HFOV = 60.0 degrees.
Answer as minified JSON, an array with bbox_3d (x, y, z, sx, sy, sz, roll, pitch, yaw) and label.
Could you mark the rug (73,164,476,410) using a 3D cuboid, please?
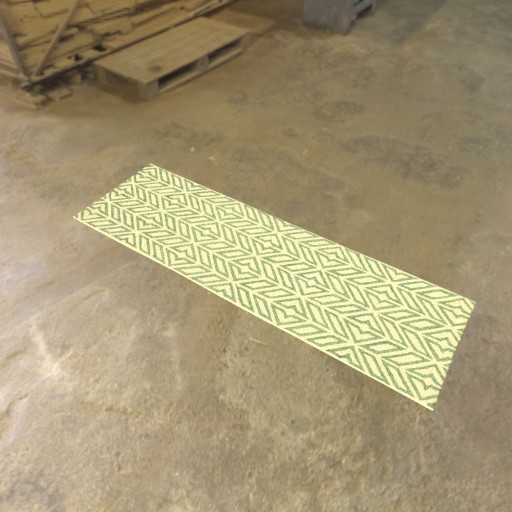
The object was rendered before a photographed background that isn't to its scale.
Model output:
[{"bbox_3d":[0.000,0.000,2.707,2.435,0.009,0.750,25,51,23],"label":"rug"}]
